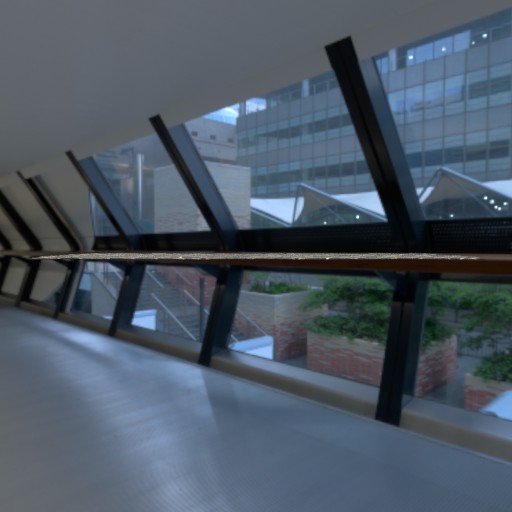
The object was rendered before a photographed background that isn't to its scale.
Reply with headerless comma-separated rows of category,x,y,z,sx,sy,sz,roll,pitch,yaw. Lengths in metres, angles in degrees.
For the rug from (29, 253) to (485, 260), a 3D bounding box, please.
rug,0.000,0.000,2.758,2.476,0.010,0.807,0,2,0
